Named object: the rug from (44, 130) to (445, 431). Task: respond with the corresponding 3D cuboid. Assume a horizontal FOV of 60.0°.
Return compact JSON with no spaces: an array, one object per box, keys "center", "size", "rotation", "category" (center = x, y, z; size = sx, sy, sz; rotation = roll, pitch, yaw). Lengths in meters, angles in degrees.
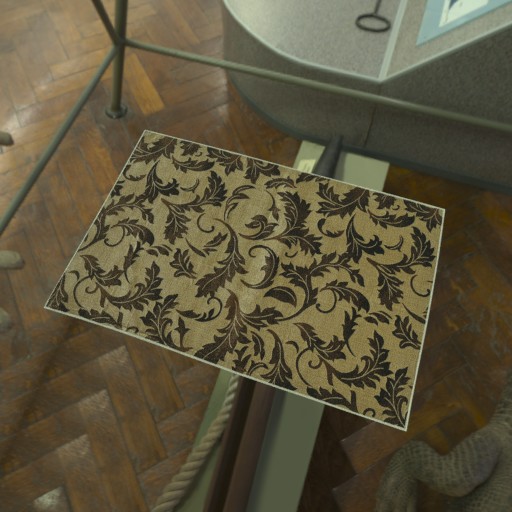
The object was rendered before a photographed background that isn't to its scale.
[{"center":[0.000,0.000,2.915],"size":[2.284,0.008,1.522],"rotation":[17,65,8],"category":"rug"}]
